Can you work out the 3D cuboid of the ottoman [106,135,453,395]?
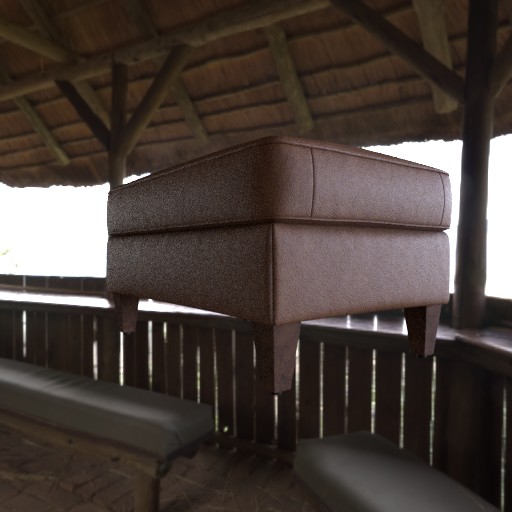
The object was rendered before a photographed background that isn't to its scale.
[{"bbox_3d":[0.000,0.000,1.211,0.584,0.483,0.864,0,1,-37],"label":"ottoman"}]
